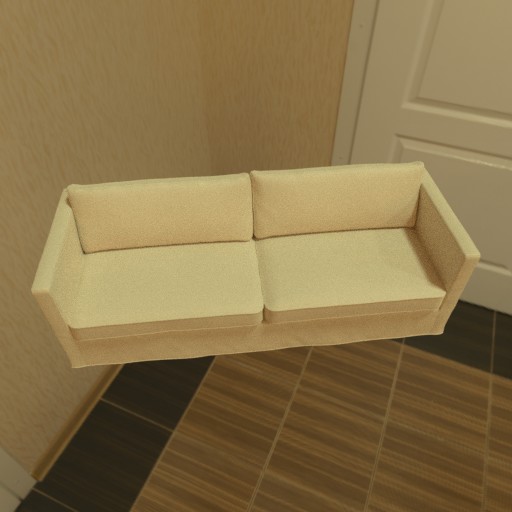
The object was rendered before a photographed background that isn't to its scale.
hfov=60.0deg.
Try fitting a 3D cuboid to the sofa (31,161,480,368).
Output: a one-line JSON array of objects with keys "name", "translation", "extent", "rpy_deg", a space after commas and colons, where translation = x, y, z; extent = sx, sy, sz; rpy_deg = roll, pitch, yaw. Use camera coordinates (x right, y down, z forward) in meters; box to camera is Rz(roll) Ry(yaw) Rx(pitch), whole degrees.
[{"name": "sofa", "translation": [0.000, 0.000, 3.245], "extent": [2.779, 0.999, 1.036], "rpy_deg": [-4, 46, -4]}]
